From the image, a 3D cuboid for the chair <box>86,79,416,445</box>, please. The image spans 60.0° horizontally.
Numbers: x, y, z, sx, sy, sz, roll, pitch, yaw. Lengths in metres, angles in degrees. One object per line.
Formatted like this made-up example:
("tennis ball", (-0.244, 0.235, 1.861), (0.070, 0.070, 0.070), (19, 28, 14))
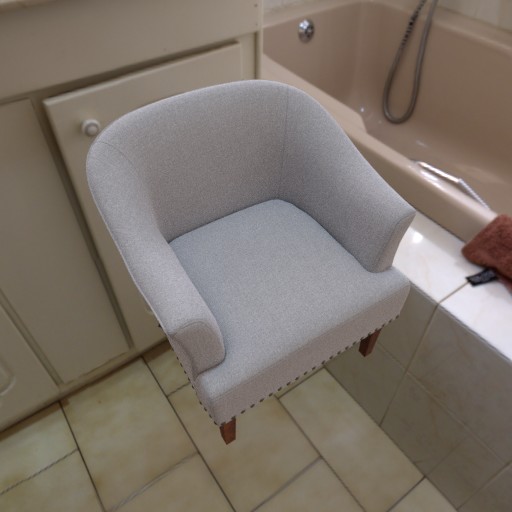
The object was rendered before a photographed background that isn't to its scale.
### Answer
("chair", (0.000, 0.000, 1.405), (0.798, 0.815, 0.704), (-25, 51, -22))
